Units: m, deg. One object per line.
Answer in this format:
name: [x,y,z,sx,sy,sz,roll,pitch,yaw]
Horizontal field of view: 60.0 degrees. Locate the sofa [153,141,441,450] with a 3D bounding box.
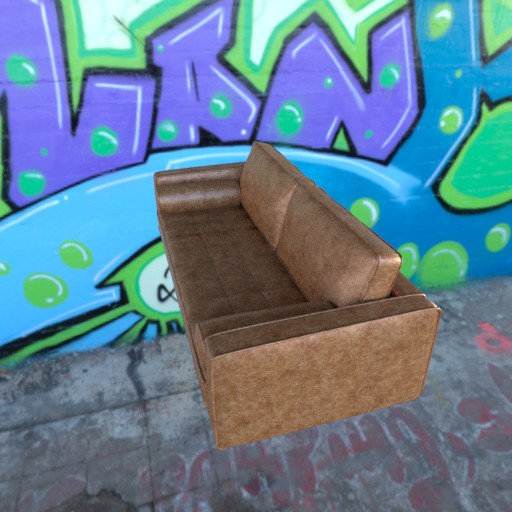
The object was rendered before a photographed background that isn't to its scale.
sofa: [0.000,0.000,2.440,0.924,0.825,1.920,-9,31,-15]
